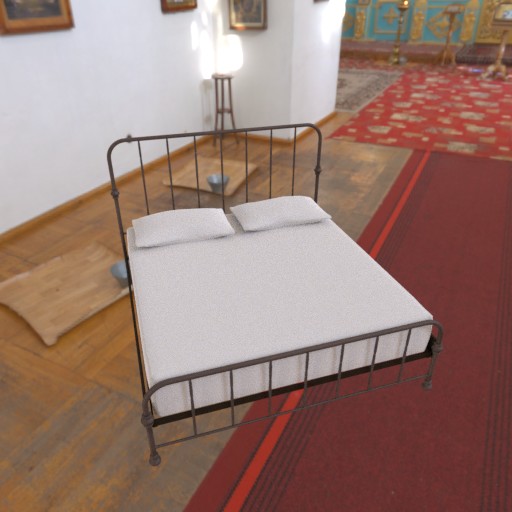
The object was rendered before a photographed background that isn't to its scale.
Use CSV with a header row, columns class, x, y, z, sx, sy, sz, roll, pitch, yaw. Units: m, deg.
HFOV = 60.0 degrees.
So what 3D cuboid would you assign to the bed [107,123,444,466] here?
class,x,y,z,sx,sy,sz,roll,pitch,yaw
bed,0.000,0.000,3.474,2.044,1.446,2.134,-9,32,-15
